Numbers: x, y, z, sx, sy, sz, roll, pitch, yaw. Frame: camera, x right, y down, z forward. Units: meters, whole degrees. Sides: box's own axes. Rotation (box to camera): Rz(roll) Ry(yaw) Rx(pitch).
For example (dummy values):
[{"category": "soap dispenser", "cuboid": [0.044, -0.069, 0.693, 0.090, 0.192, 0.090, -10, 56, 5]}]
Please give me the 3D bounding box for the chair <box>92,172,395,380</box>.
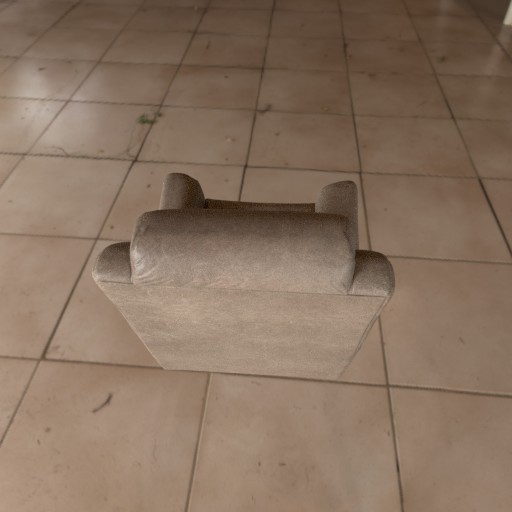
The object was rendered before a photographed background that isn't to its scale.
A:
[{"category": "chair", "cuboid": [0.000, 0.000, 1.912, 0.967, 1.116, 1.068, 3, 47, 3]}]
